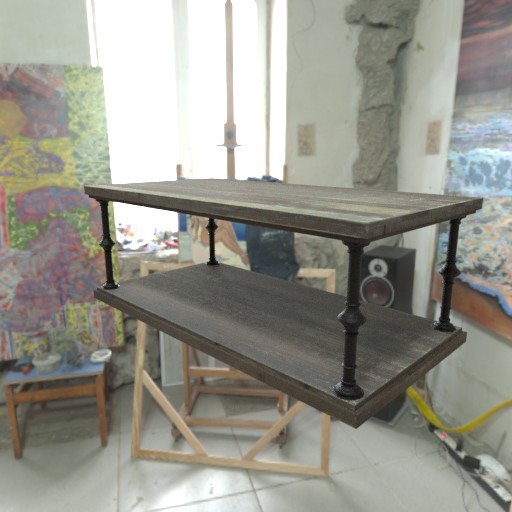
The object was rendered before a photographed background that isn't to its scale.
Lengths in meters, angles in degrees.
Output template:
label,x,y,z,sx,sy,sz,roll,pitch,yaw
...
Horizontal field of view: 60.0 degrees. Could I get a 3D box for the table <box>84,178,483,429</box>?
label,x,y,z,sx,sy,sz,roll,pitch,yaw
table,0.000,0.000,1.362,1.088,0.399,0.554,13,19,43
